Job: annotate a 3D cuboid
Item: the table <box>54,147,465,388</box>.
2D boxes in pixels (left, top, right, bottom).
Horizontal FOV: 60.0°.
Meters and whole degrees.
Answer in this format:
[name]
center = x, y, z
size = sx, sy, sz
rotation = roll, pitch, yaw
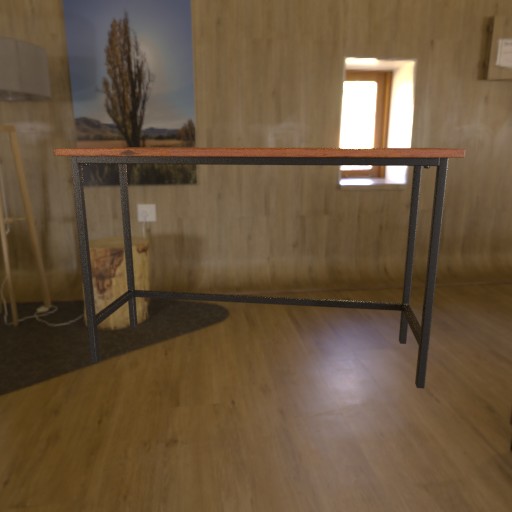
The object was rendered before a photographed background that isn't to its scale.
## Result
[table]
center = 0.000, 0.000, 1.566
size = 1.204, 0.740, 0.408
rotation = 2, 14, 8
